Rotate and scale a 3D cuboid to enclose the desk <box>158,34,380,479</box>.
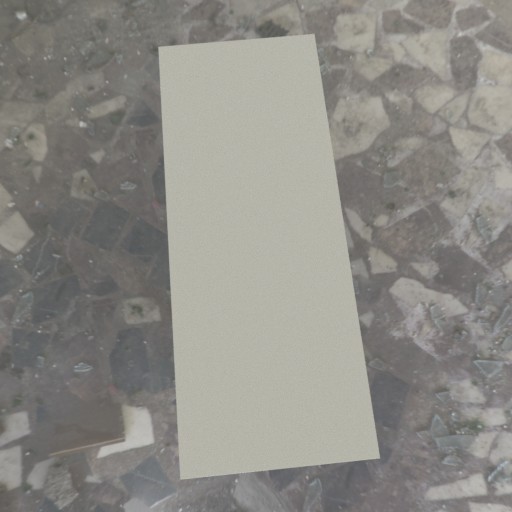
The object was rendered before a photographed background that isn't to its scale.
[{"bbox_3d":[0.000,0.000,1.893,0.603,0.773,1.530,-5,76,-1],"label":"desk"}]
